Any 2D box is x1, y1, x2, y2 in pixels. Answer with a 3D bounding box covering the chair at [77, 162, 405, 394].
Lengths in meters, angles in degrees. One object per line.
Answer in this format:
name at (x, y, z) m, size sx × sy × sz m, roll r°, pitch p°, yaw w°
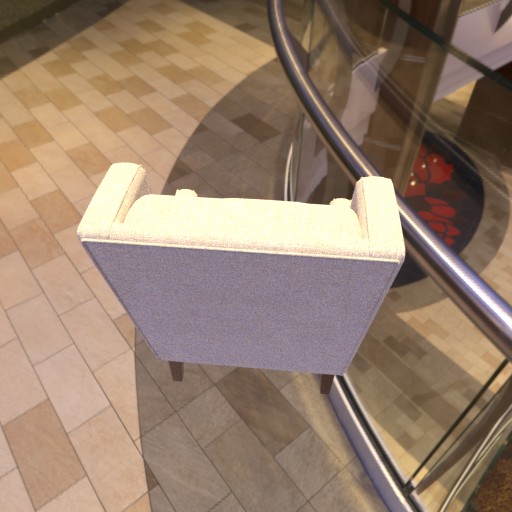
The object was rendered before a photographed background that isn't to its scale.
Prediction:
chair at (0.000, 0.000, 1.701) m, size 0.764 × 1.082 × 0.948 m, roll 4°, pitch 47°, yaw 4°
